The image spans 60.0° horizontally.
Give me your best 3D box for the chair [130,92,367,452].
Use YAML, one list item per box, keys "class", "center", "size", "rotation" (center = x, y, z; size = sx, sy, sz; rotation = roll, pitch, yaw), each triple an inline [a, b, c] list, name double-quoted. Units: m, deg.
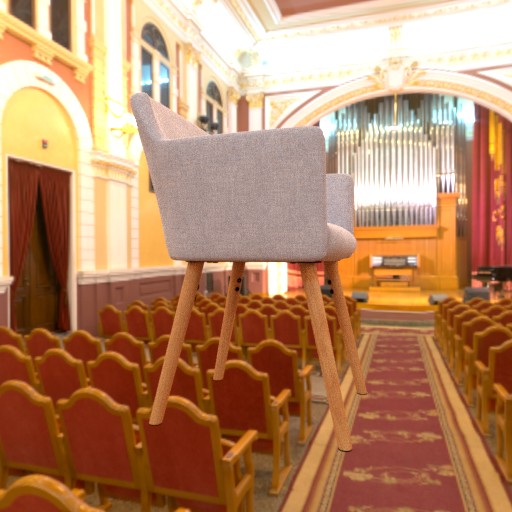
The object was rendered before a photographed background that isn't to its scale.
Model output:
- class: "chair"
  center: [0.000, 0.000, 1.157]
  size: [0.540, 0.780, 0.570]
  rotation: [0, 0, 18]
